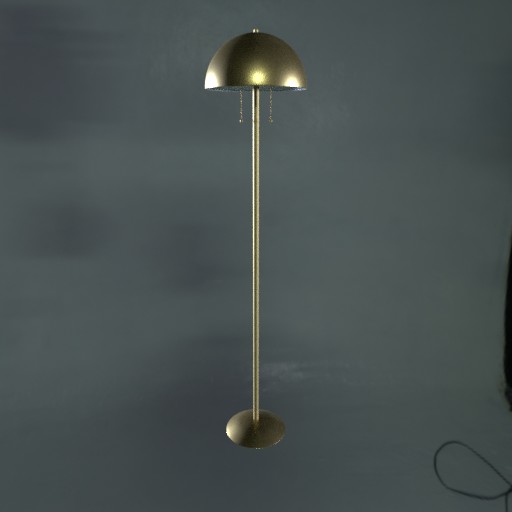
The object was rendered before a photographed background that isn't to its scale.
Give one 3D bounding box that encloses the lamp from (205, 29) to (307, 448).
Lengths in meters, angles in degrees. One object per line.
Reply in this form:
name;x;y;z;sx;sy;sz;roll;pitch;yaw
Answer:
lamp;0.000;0.000;1.604;0.328;1.480;0.328;-2;17;-8
